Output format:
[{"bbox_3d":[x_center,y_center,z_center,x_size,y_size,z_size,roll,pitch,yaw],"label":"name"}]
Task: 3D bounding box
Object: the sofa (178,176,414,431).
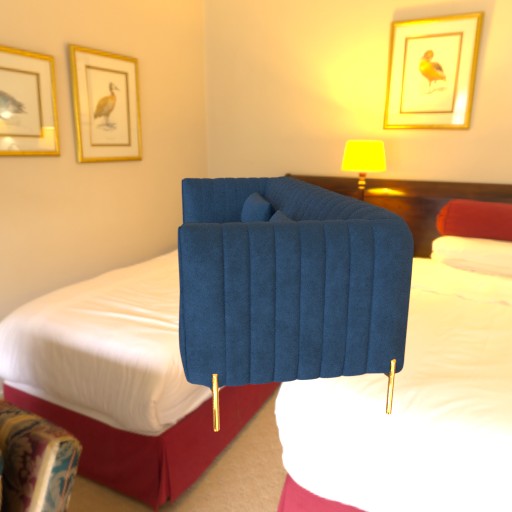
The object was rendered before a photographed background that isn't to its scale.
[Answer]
[{"bbox_3d":[0.000,0.000,2.617,0.896,0.793,2.136,-2,15,-9],"label":"sofa"}]
